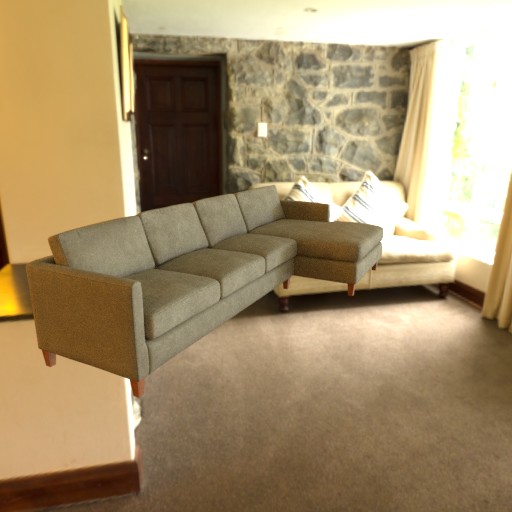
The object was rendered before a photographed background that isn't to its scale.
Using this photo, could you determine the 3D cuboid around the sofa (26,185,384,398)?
[{"bbox_3d":[0.000,0.000,4.036,1.604,0.950,3.471,8,17,27],"label":"sofa"}]
